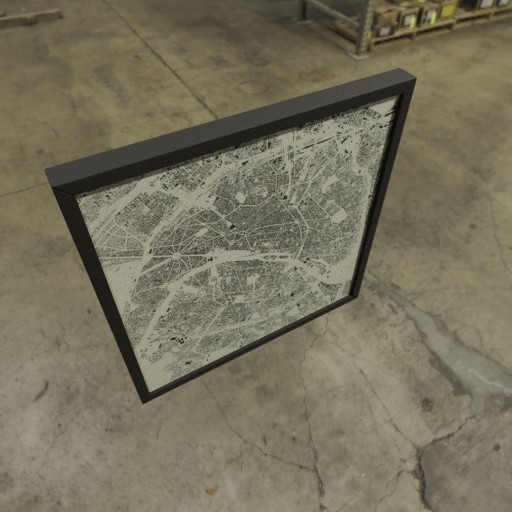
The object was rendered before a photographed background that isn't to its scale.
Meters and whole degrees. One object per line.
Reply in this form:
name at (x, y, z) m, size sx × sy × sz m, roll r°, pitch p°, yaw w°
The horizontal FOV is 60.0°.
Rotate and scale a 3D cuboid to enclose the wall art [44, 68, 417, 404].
wall art at (0.000, 0.000, 0.739) m, size 0.508 × 0.508 × 0.037 m, roll -23°, pitch 51°, yaw -20°
